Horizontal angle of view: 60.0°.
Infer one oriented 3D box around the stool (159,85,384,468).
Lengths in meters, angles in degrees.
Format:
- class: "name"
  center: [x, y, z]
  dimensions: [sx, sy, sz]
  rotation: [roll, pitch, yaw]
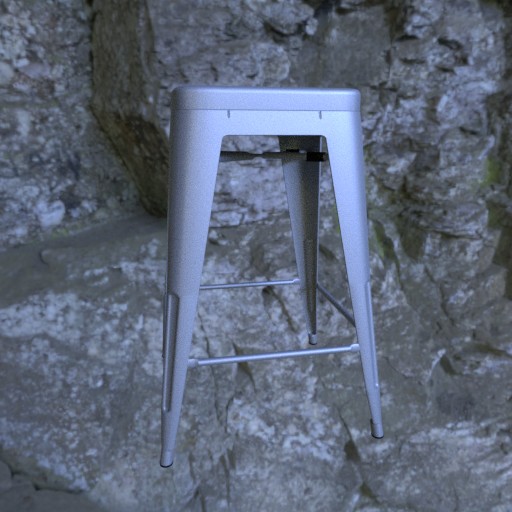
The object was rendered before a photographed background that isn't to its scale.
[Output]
- class: "stool"
  center: [0.000, 0.000, 0.888]
  dimensions: [0.406, 0.610, 0.406]
  rotation: [-3, 16, -11]
